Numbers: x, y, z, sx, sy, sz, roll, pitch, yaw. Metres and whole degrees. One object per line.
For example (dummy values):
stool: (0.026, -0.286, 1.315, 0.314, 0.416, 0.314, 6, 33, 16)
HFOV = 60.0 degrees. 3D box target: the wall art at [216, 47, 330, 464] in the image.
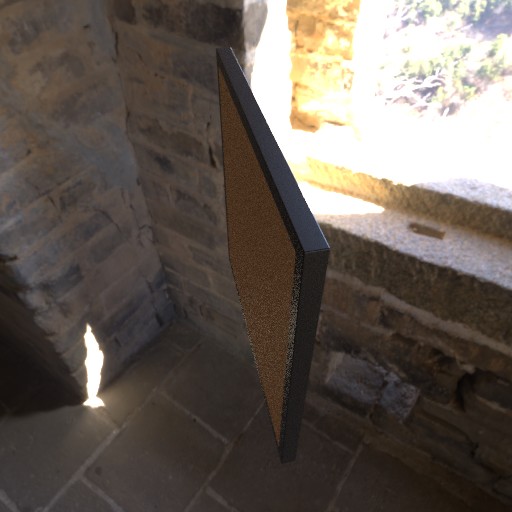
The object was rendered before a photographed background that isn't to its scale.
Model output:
wall art: (0.000, 0.000, 1.142, 0.038, 0.765, 0.765, -9, 46, -9)
